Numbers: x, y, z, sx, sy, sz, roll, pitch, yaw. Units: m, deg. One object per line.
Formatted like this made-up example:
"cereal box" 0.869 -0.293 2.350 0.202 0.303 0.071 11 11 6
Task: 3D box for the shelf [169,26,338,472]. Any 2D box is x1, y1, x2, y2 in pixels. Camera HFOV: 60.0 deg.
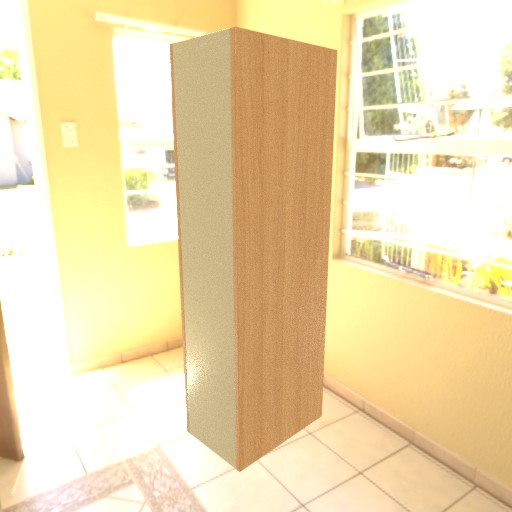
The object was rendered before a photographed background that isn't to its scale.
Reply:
"shelf" 0.000 0.000 1.016 0.290 0.882 0.197 -14 20 -42
